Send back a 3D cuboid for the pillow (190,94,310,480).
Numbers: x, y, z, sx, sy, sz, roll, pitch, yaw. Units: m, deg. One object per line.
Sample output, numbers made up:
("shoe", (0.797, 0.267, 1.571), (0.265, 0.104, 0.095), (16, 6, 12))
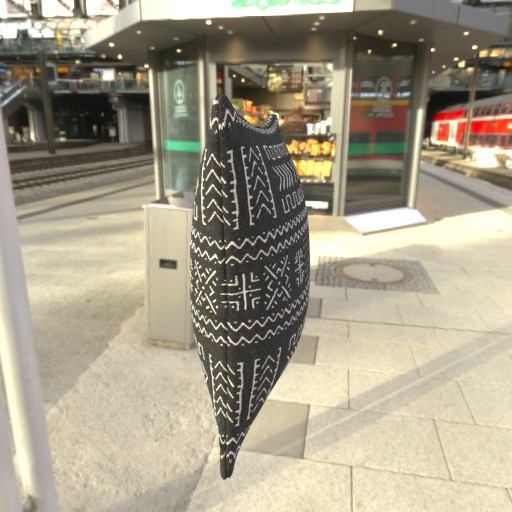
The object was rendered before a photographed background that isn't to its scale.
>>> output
("pillow", (0.000, 0.000, 0.668), (0.164, 0.430, 0.438), (3, 16, 9))
